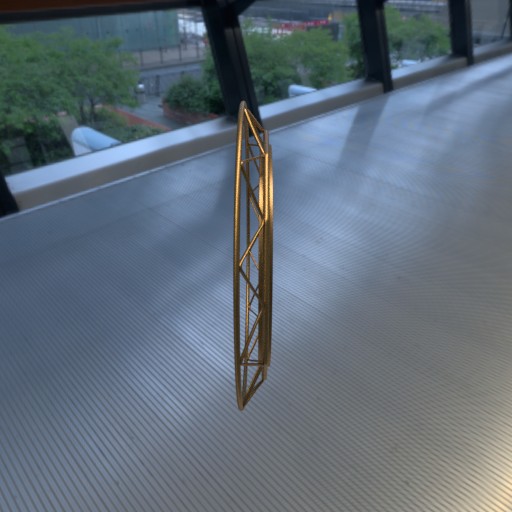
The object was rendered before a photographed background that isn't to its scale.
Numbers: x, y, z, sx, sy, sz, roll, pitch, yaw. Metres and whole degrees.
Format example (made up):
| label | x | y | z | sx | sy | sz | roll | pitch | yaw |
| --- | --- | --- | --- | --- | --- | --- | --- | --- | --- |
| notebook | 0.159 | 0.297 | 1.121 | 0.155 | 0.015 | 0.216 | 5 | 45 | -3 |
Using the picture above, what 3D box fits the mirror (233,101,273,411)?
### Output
| label | x | y | z | sx | sy | sz | roll | pitch | yaw |
| --- | --- | --- | --- | --- | --- | --- | --- | --- | --- |
| mirror | 0.000 | 0.000 | 0.687 | 0.043 | 0.454 | 0.454 | 0 | 33 | 1 |
